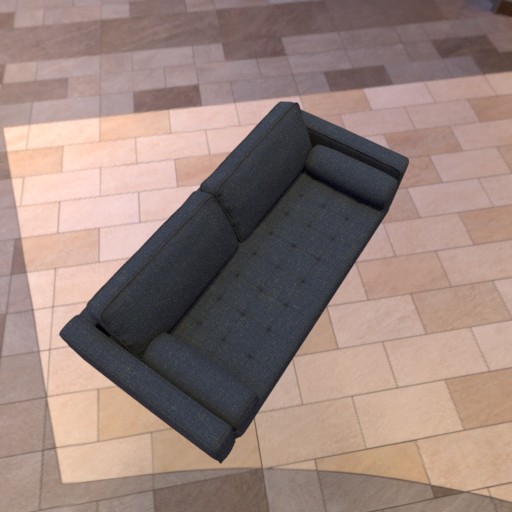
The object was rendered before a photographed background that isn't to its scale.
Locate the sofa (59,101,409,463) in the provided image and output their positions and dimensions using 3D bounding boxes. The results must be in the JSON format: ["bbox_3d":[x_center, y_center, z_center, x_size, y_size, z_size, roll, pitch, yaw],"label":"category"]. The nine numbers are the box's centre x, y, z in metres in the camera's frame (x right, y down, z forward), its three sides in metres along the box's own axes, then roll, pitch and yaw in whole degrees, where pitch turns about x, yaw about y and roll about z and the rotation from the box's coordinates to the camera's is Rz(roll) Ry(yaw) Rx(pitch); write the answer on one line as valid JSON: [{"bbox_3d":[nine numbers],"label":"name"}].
[{"bbox_3d":[0.000,0.000,2.419,0.914,0.762,1.880,30,64,17],"label":"sofa"}]
